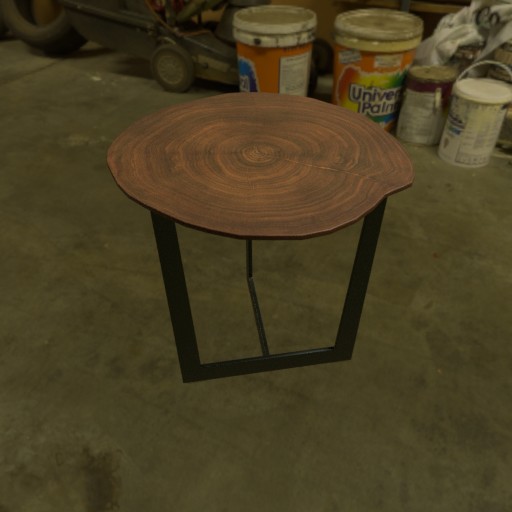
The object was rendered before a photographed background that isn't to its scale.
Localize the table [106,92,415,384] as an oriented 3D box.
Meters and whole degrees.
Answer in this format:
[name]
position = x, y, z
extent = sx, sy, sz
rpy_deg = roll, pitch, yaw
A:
[table]
position = 0.000, 0.000, 0.889
extent = 0.477, 0.476, 0.494
rpy_deg = -13, 42, -15
